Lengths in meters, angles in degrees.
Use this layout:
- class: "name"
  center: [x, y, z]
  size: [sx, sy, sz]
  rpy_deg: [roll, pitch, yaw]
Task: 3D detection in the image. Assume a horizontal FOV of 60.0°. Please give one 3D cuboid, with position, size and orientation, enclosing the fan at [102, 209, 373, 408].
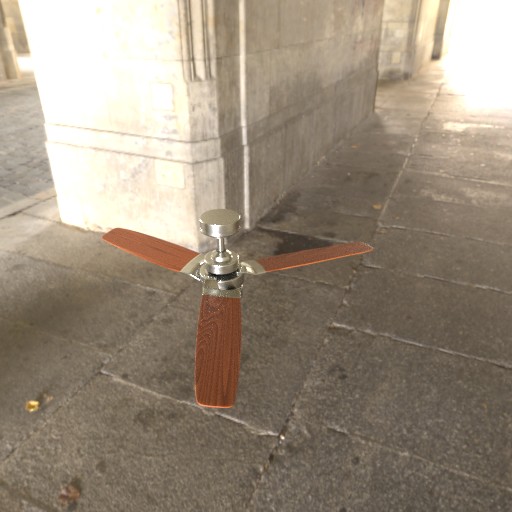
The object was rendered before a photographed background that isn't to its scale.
- class: "fan"
  center: [0.000, 0.000, 2.011]
  size: [1.271, 0.410, 1.416]
  rpy_deg: [-11, 31, -19]
